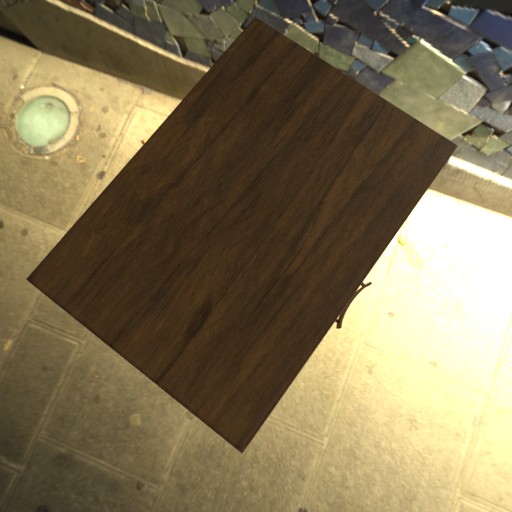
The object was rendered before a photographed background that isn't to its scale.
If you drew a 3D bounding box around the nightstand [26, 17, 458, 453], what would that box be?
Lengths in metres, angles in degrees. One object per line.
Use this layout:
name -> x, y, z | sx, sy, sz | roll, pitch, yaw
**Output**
nightstand -> 0.000, 0.000, 1.025 | 0.458, 0.610, 0.610 | 36, 80, 8
